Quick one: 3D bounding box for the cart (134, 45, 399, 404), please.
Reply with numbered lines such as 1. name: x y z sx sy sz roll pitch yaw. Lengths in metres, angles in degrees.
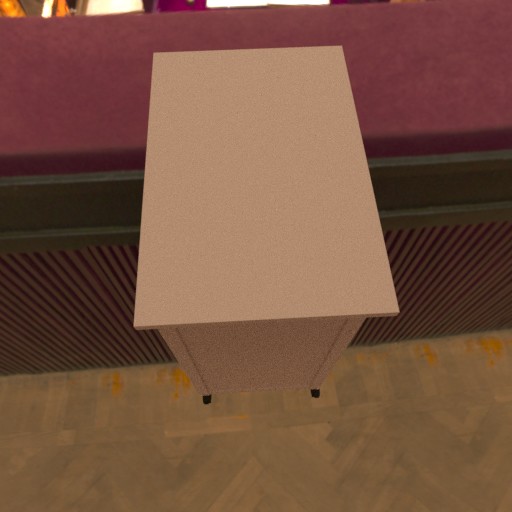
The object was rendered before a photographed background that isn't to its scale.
1. cart: 0.000 0.000 1.274 0.442 0.864 0.683 -3 63 -1
